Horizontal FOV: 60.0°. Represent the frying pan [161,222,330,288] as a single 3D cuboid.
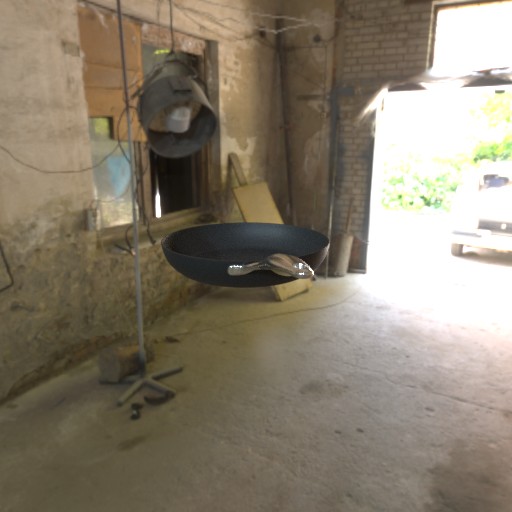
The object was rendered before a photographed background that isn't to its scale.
[{"bbox_3d":[0.000,0.000,0.577,0.255,0.105,0.472,-2,16,-8],"label":"frying pan"}]
